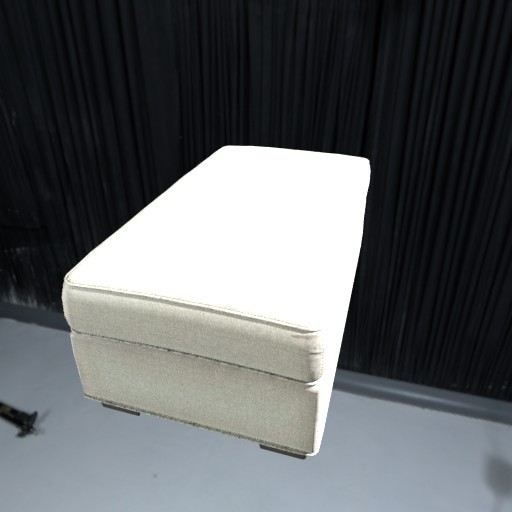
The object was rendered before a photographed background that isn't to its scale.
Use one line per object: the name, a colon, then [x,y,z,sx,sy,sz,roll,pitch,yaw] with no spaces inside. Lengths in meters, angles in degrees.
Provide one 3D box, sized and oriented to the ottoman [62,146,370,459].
ottoman: [0.000,0.000,1.434,0.617,0.448,1.097,9,32,14]
